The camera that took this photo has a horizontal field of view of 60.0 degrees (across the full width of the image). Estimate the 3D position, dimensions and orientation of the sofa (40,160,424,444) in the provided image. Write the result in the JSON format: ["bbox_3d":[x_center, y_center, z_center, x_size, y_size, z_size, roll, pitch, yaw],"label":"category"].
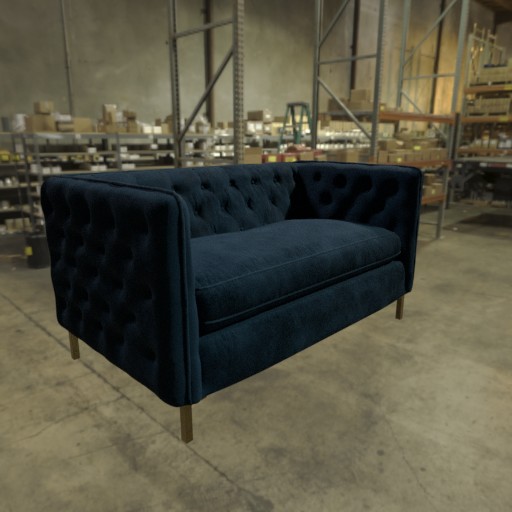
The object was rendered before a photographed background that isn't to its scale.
[{"bbox_3d":[0.000,0.000,2.080,1.583,0.810,0.909,-15,21,-43],"label":"sofa"}]
